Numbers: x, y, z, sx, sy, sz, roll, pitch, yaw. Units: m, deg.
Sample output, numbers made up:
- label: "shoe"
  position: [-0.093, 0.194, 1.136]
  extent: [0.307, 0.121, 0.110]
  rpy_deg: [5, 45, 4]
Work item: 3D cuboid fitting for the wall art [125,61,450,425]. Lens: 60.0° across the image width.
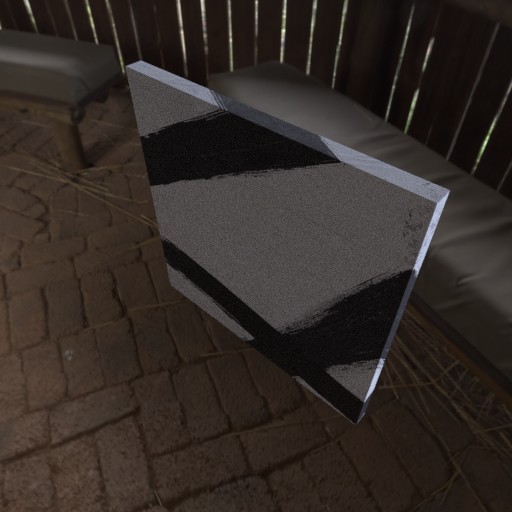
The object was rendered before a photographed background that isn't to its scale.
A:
- label: "wall art"
  position: [0.000, 0.000, 1.126]
  extent: [0.765, 0.765, 0.046]
  rpy_deg: [32, 53, 28]
